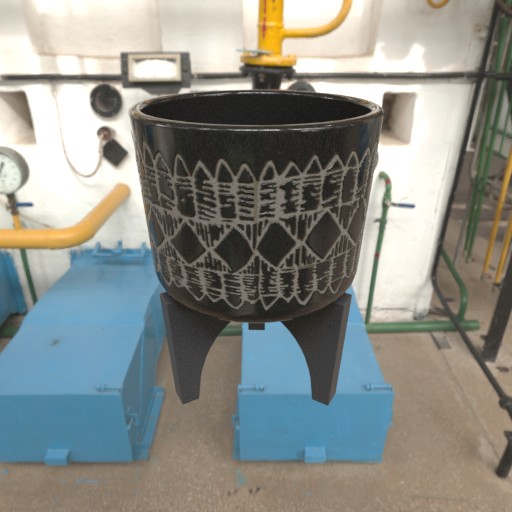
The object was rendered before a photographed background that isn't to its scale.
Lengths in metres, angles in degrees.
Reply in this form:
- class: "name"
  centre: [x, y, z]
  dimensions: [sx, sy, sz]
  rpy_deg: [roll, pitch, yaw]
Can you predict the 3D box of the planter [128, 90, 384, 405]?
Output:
- class: "planter"
  centre: [0.000, 0.000, 0.270]
  dimensions: [0.129, 0.177, 0.129]
  rpy_deg: [0, 27, 0]
